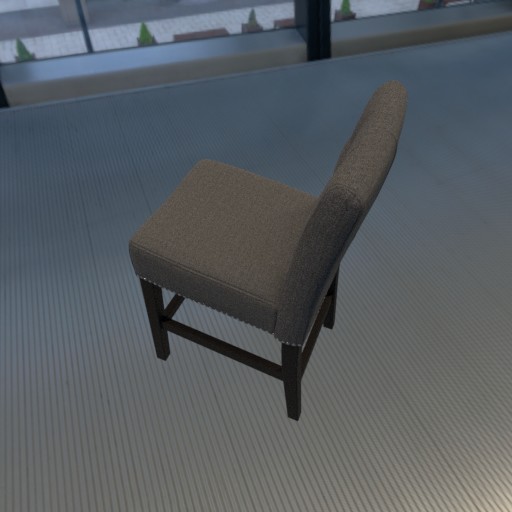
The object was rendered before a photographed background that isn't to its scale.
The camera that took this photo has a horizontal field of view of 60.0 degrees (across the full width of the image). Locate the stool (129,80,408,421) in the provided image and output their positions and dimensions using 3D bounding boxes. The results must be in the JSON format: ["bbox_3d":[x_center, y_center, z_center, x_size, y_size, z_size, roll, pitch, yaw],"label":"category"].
[{"bbox_3d":[0.000,0.000,1.192,0.571,0.885,0.427,17,49,16],"label":"stool"}]
